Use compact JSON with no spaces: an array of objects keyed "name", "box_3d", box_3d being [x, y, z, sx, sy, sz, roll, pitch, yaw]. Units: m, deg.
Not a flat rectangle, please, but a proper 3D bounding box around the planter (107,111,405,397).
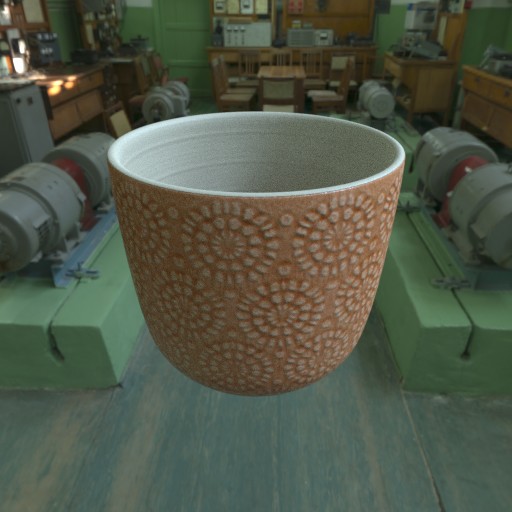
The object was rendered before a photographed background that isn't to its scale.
[{"name":"planter","box_3d":[0.000,0.000,0.367,0.208,0.190,0.208,0,30,0]}]
